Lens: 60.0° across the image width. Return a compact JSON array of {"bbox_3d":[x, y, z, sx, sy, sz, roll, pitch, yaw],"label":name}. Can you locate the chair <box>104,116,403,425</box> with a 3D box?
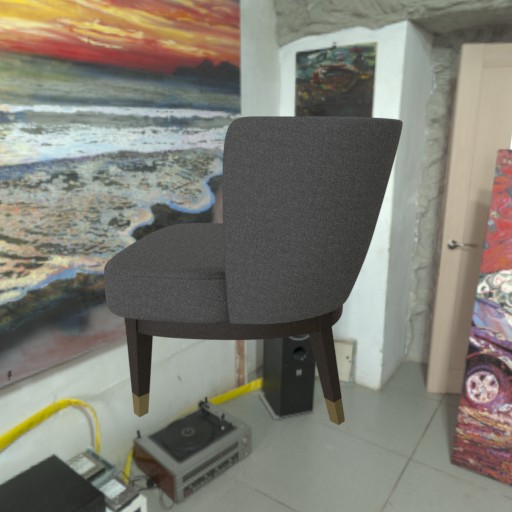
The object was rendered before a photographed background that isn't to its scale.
[{"bbox_3d":[0.000,0.000,1.207,0.698,0.695,0.639,2,15,6],"label":"chair"}]
